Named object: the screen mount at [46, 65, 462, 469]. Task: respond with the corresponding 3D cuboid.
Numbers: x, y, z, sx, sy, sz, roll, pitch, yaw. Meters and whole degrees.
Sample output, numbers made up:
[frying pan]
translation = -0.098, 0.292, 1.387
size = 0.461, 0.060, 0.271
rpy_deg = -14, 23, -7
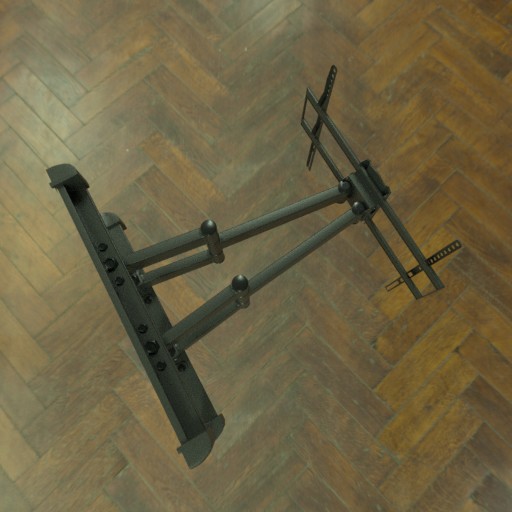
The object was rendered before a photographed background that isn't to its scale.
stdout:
[screen mount]
translation = 0.000, 0.000, 0.938
size = 0.556, 0.424, 0.571
rpy_deg = -29, 77, -7
